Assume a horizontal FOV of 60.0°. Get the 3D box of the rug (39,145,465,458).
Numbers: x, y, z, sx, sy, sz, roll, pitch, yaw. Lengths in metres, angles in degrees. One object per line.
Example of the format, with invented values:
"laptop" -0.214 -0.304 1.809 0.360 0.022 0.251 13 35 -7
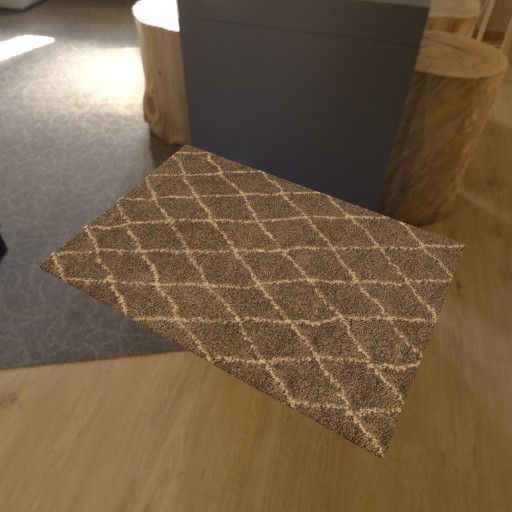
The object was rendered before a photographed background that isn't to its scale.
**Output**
"rug" 0.000 0.000 2.230 1.778 0.030 1.219 24 52 20
